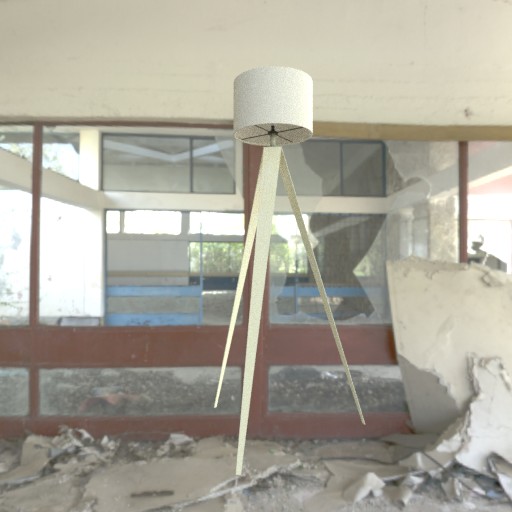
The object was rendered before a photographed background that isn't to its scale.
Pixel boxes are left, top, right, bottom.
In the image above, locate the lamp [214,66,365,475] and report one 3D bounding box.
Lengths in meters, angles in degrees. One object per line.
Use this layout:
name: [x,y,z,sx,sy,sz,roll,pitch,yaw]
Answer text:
lamp: [0.000,0.000,1.936,0.716,1.524,0.724,-1,-1,35]
